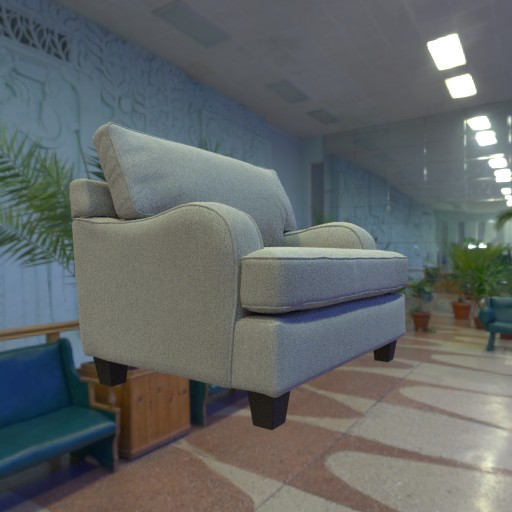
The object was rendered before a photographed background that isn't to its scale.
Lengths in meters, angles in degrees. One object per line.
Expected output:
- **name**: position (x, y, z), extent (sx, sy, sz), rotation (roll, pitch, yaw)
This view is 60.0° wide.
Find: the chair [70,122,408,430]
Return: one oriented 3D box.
- **chair**: position (0.000, 0.000, 1.984), extent (1.041, 1.016, 1.220), rotation (0, 0, 35)
